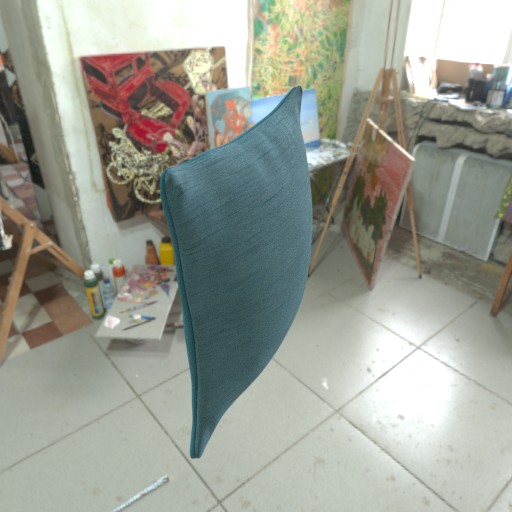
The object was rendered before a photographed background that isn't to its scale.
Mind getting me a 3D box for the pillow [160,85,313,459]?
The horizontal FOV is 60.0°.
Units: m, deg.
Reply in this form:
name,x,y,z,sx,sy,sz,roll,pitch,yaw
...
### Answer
name,x,y,z,sx,sy,sz,roll,pitch,yaw
pillow,0.000,0.000,0.666,0.151,0.415,0.433,11,33,18
